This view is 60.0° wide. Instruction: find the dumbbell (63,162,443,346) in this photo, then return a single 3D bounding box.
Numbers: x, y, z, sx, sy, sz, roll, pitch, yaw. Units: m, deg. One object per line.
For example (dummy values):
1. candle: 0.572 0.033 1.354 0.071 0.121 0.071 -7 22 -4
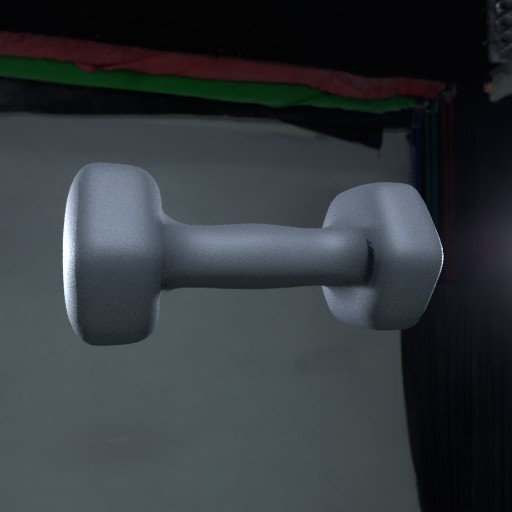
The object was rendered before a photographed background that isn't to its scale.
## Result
1. dumbbell: 0.000 0.000 0.301 0.240 0.105 0.116 0 -1 -18
